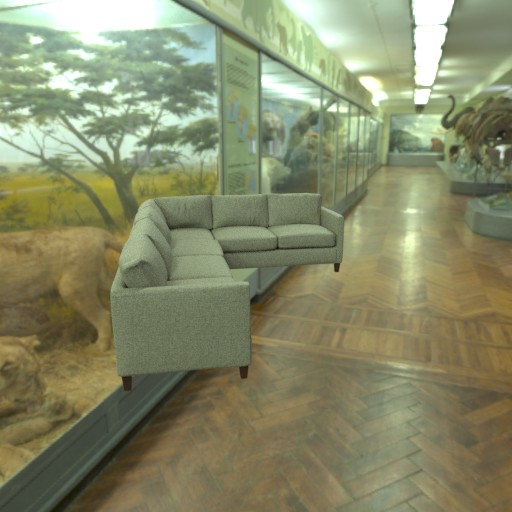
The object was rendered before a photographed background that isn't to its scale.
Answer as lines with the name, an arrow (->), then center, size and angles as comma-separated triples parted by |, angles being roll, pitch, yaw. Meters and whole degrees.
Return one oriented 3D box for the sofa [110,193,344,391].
sofa -> 0.000, 0.000, 4.628 | 2.593, 0.947, 3.302 | -3, 15, -11
